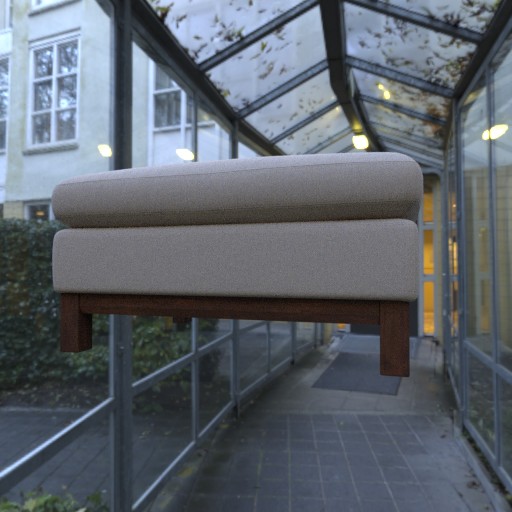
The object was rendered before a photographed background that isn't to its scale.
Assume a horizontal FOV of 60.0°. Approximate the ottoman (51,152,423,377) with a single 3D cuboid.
[{"bbox_3d":[0.000,0.000,1.110,0.771,0.420,0.606,0,-1,18],"label":"ottoman"}]
